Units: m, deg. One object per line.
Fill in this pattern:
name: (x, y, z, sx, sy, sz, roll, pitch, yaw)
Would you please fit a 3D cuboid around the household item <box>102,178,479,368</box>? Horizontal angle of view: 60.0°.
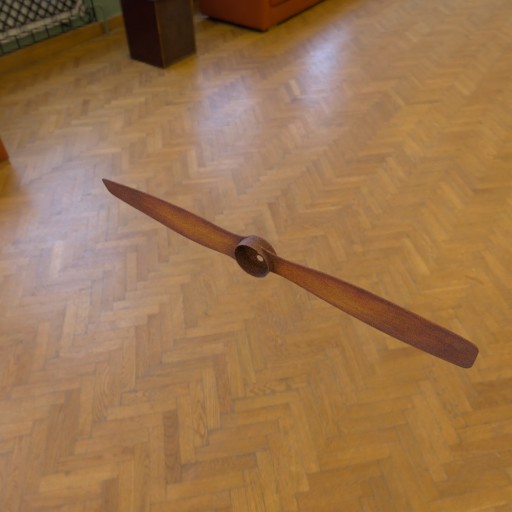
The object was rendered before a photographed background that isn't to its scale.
household item: (0.000, 0.000, 1.221, 1.181, 0.121, 0.051, 25, 51, 23)
